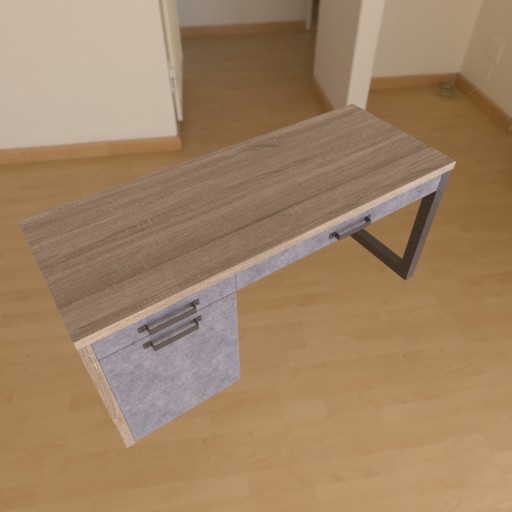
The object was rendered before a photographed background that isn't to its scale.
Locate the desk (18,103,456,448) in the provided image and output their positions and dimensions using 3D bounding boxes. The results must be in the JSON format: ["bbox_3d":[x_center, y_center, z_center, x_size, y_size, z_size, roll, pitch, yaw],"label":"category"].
[{"bbox_3d":[0.000,0.000,2.069,1.700,0.760,0.690,-25,50,-23],"label":"desk"}]
